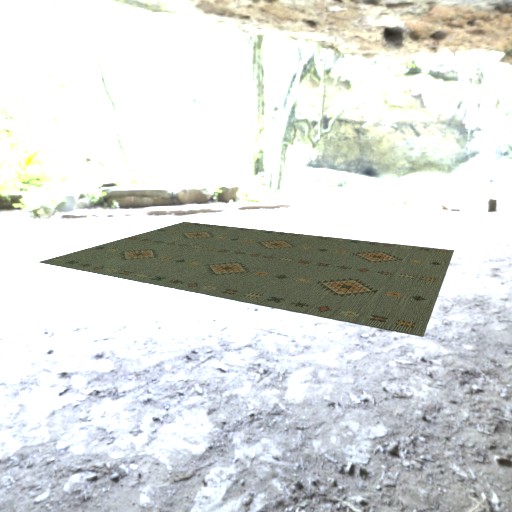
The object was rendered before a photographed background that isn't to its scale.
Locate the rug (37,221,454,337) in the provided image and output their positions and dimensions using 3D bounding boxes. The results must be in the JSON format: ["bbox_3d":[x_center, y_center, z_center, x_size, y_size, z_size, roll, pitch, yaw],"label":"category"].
[{"bbox_3d":[0.000,0.000,2.315,1.818,0.005,1.217,8,17,27],"label":"rug"}]
